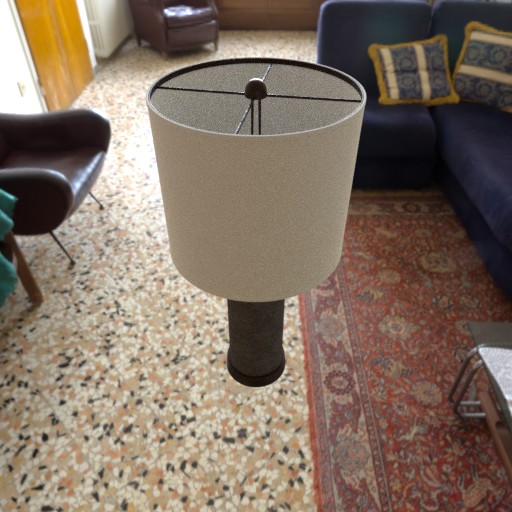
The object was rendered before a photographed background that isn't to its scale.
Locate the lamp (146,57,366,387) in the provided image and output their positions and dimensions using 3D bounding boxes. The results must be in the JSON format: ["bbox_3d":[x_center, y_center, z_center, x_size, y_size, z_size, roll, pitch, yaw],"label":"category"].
[{"bbox_3d":[0.000,0.000,0.807,0.301,0.630,0.301,-24,45,-26],"label":"lamp"}]
